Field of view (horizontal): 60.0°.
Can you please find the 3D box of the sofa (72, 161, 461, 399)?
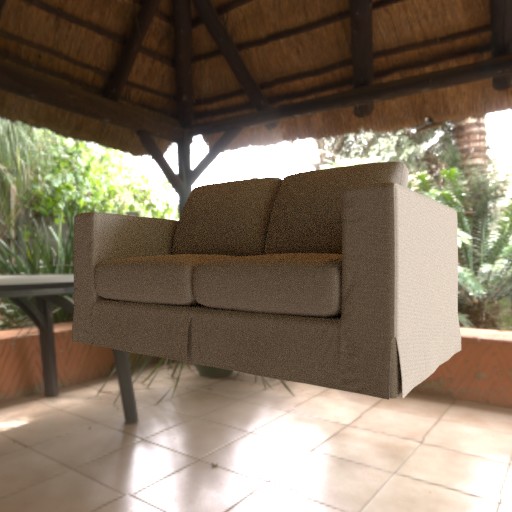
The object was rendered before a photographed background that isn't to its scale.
[{"bbox_3d":[0.000,0.000,2.328,1.813,0.932,1.009,0,-1,35],"label":"sofa"}]
